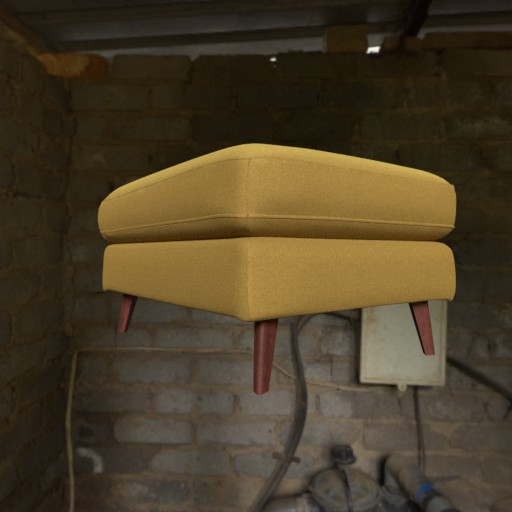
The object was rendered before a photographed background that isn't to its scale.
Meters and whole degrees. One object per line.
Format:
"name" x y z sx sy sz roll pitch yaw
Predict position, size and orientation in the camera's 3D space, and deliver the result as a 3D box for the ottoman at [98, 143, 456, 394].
"ottoman" 0.000 0.000 1.160 0.608 0.449 0.811 0 0 -35
